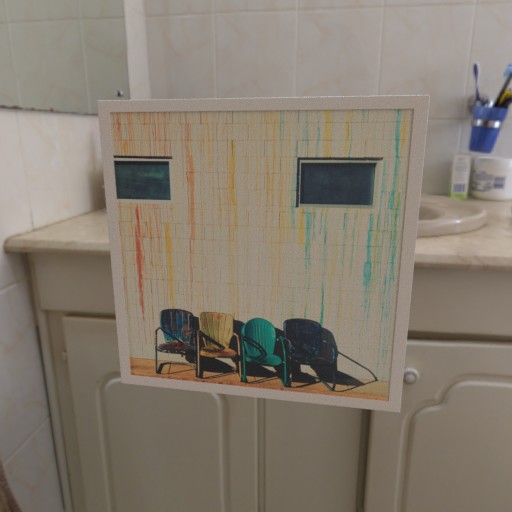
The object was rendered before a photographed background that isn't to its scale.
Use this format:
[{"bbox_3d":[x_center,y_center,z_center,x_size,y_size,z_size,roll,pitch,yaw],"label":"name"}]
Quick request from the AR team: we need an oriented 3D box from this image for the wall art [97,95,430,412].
[{"bbox_3d":[0.000,0.000,0.456,0.305,0.305,0.038,3,15,10],"label":"wall art"}]
